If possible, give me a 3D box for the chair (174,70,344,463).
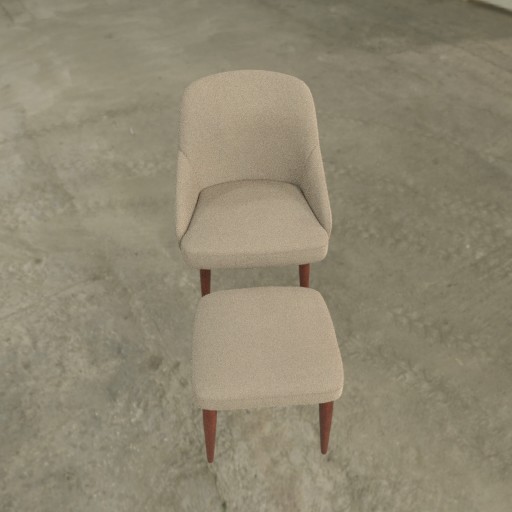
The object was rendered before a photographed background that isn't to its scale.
[{"bbox_3d":[0.000,0.000,1.594,0.584,0.866,1.114,-3,47,-3],"label":"chair"}]
